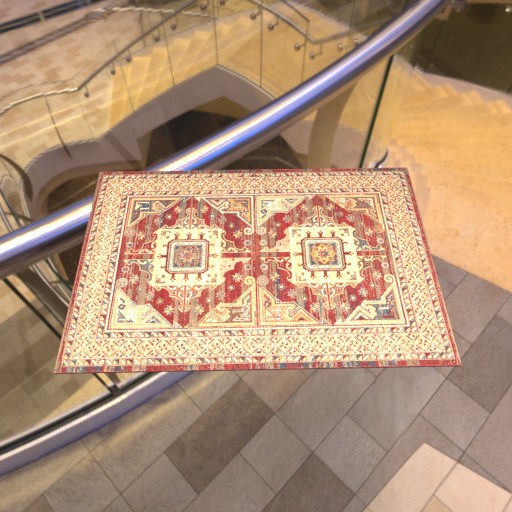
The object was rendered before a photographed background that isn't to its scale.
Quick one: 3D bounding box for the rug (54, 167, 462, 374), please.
[{"bbox_3d":[0.000,0.000,5.785,4.578,0.033,3.033,-1,57,-1],"label":"rug"}]
